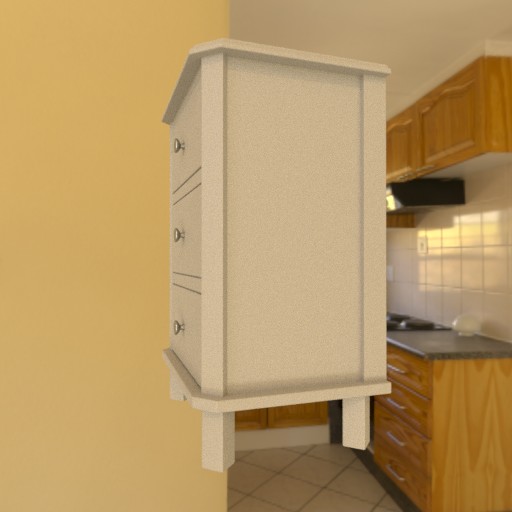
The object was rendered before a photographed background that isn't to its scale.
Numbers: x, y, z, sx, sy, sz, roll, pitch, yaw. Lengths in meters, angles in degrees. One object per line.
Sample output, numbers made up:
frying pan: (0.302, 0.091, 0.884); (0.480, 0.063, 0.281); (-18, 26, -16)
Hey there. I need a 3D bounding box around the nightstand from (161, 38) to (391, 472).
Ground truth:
nightstand: (0.000, 0.000, 0.934); (0.350, 0.680, 0.450); (0, 0, -19)
